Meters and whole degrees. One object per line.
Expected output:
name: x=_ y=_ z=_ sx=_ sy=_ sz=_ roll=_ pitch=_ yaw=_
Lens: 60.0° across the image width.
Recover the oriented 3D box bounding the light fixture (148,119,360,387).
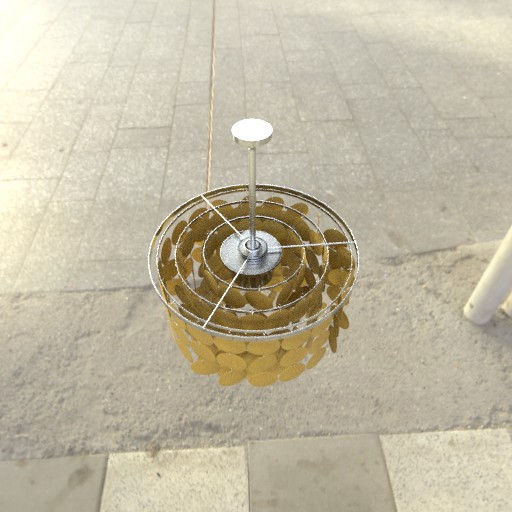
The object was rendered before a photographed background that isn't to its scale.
light fixture: x=0.000 y=0.000 z=0.765 sx=0.368 sy=0.492 sz=0.368 roll=0 pitch=47 yaw=0
